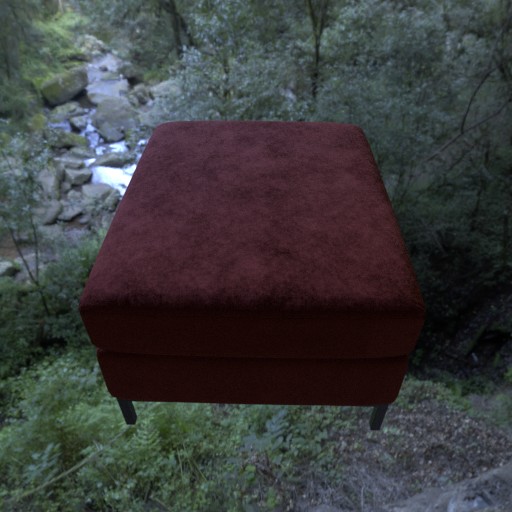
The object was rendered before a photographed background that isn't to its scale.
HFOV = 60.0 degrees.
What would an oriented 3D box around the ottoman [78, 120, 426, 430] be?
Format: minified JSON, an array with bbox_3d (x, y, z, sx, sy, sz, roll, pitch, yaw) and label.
[{"bbox_3d":[0.000,0.000,1.194,0.650,0.462,0.782,1,41,1],"label":"ottoman"}]
